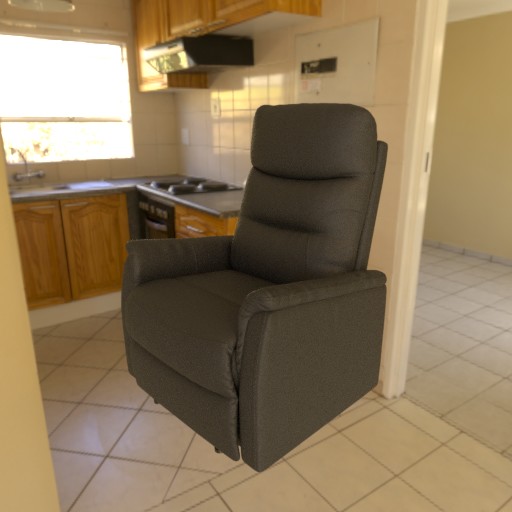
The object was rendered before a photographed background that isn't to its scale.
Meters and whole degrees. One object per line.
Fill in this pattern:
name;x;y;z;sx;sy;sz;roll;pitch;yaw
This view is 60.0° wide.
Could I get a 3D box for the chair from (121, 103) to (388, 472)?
chair;0.000;0.000;1.637;0.831;1.082;0.775;-16;23;-42
